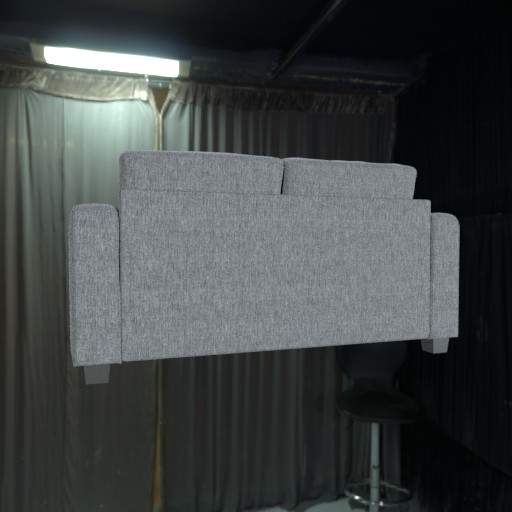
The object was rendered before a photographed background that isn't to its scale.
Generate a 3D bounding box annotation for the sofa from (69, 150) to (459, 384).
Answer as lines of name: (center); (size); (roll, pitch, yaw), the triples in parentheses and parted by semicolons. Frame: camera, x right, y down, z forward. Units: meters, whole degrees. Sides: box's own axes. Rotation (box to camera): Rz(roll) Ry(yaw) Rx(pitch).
sofa: (0.000, 0.000, 2.032); (1.520, 0.800, 0.900); (0, 2, -18)
